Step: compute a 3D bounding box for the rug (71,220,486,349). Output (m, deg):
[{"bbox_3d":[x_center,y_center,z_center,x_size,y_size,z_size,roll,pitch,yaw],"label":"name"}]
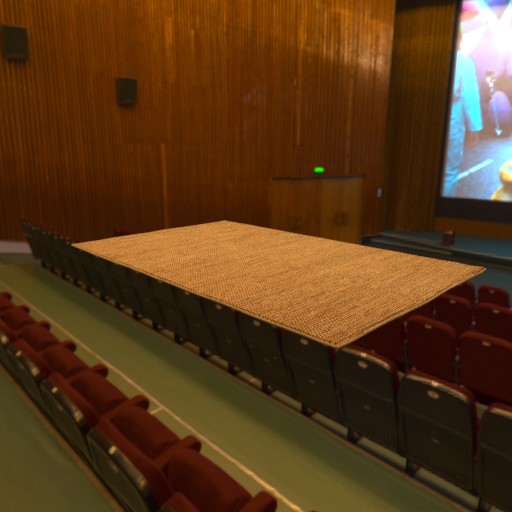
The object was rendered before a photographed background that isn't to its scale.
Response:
[{"bbox_3d":[0.000,0.000,3.007,1.521,0.034,2.438,-14,20,-43],"label":"rug"}]
